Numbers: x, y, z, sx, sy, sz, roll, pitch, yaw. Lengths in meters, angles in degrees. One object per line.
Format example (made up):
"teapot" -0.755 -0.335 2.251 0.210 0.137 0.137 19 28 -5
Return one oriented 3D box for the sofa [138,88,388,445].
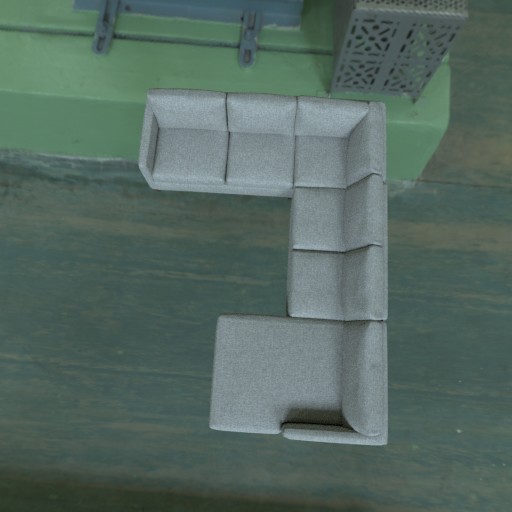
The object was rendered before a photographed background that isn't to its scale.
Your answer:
"sofa" 0.000 0.000 4.581 2.593 0.959 3.460 4 77 1
